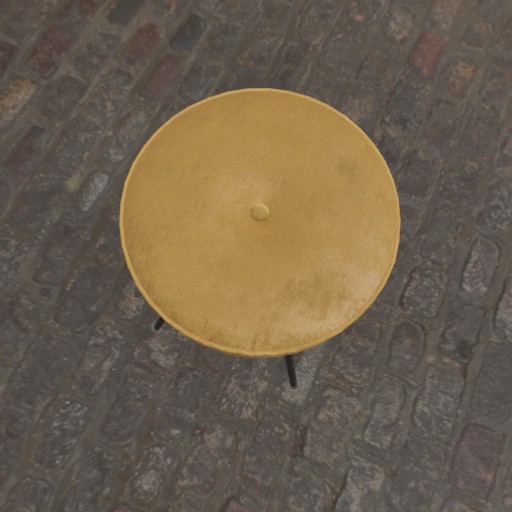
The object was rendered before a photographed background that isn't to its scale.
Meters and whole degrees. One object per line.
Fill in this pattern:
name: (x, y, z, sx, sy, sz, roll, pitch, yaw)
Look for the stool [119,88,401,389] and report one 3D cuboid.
stool: (0.000, 0.000, 0.940, 0.438, 0.595, 0.472, 24, 77, 6)
